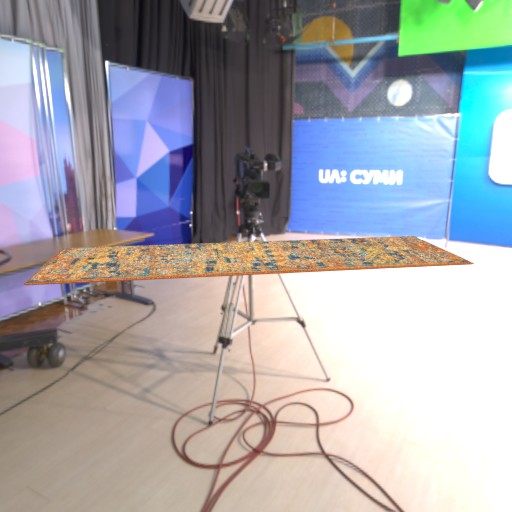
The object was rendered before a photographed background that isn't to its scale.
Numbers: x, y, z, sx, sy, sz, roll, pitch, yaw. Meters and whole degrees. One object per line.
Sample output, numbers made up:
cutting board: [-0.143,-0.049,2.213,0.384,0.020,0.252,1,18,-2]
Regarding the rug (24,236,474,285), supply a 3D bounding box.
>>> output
rug: [0.000,0.000,2.521,2.274,0.016,0.651,-2,16,-8]
